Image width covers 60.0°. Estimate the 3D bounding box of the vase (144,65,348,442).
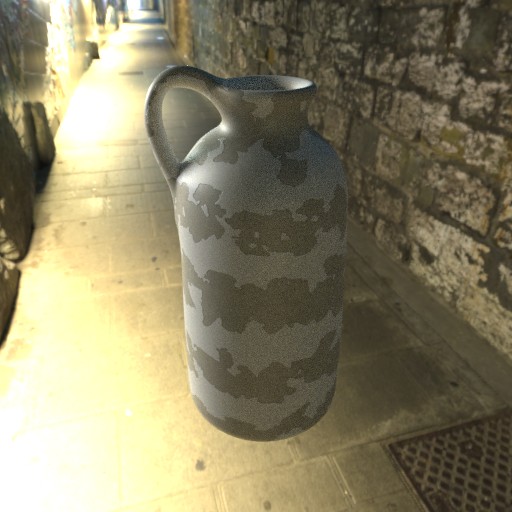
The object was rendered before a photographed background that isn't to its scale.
[{"bbox_3d":[0.000,0.000,0.479,0.203,0.382,0.186,-1,30,-2],"label":"vase"}]
